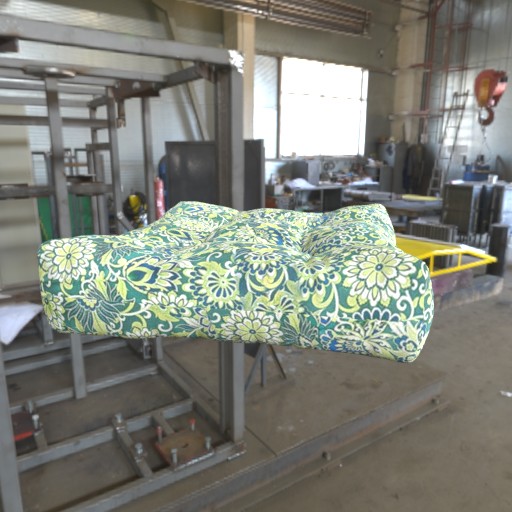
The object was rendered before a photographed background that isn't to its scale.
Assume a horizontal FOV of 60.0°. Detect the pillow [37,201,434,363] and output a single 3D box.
[{"bbox_3d":[0.000,0.000,0.716,0.468,0.128,0.490,3,14,10],"label":"pillow"}]
